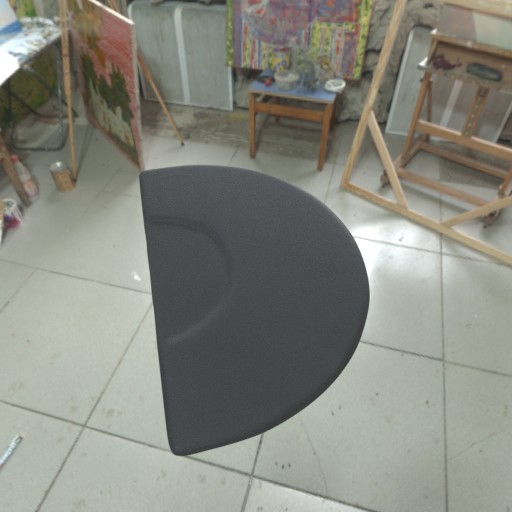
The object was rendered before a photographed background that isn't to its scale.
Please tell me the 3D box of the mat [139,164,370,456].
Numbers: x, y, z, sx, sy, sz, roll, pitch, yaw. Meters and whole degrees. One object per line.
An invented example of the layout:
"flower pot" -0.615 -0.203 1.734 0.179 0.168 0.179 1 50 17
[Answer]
"mat" 0.000 0.000 1.926 0.917 0.016 1.525 -10 47 -10
